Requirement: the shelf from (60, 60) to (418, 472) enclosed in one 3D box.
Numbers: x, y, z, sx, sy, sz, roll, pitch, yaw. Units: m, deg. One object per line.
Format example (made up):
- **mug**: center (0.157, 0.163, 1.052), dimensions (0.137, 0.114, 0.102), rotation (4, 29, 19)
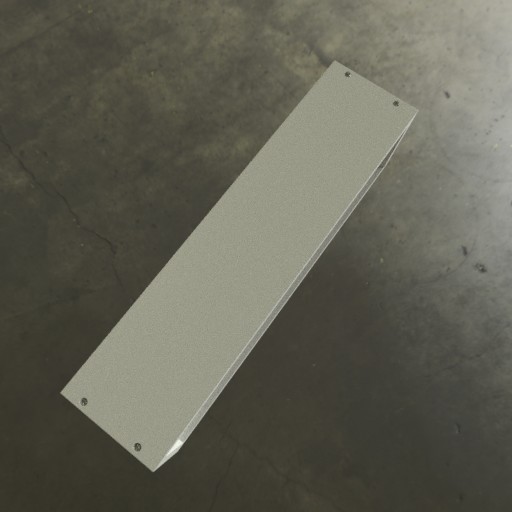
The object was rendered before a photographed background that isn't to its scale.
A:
- **shelf**: center (0.000, 0.000, 0.684), dimensions (0.150, 0.170, 0.610), rotation (35, 77, 10)
